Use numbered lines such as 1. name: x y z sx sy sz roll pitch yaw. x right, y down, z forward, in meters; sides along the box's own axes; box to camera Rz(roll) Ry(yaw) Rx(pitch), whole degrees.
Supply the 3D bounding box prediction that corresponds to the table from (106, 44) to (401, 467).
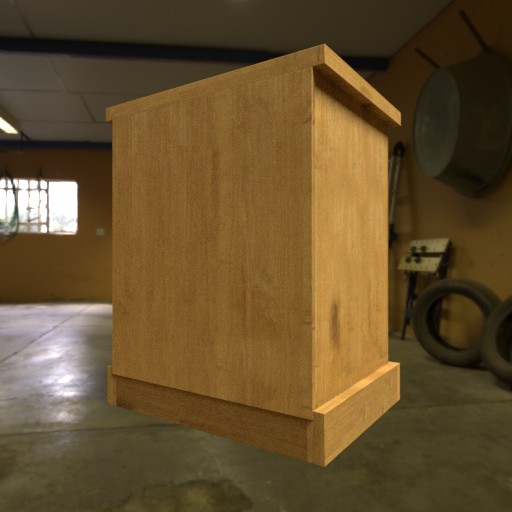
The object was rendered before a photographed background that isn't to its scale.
1. table: 0.000 0.000 1.241 0.660 0.813 0.500 0 0 34
